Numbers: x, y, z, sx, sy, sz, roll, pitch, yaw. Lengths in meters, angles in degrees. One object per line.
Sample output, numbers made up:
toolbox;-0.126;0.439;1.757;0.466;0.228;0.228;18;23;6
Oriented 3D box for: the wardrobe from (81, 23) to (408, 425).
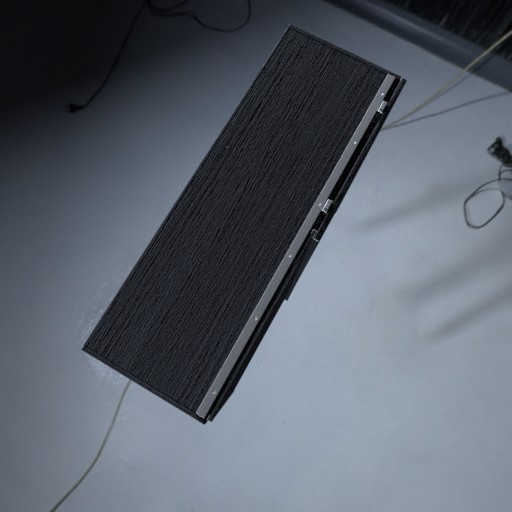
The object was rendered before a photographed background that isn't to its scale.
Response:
wardrobe;0.000;0.000;2.884;0.629;1.960;1.780;29;78;7
